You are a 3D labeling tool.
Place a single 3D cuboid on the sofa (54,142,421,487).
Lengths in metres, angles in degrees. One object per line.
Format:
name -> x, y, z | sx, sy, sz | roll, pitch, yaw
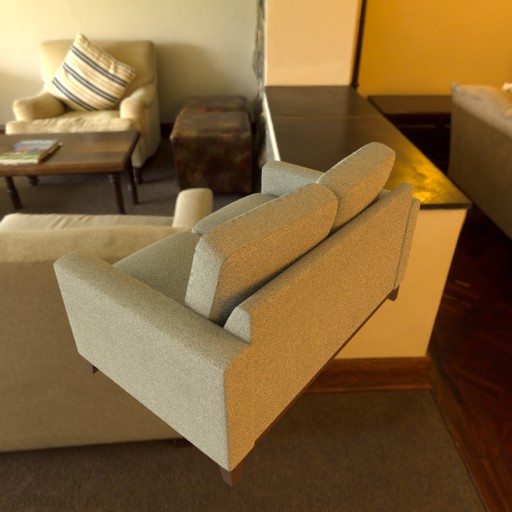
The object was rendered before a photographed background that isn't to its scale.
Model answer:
sofa -> 0.000, 0.000, 1.993 | 0.917, 0.873, 1.420 | 23, 39, 32
